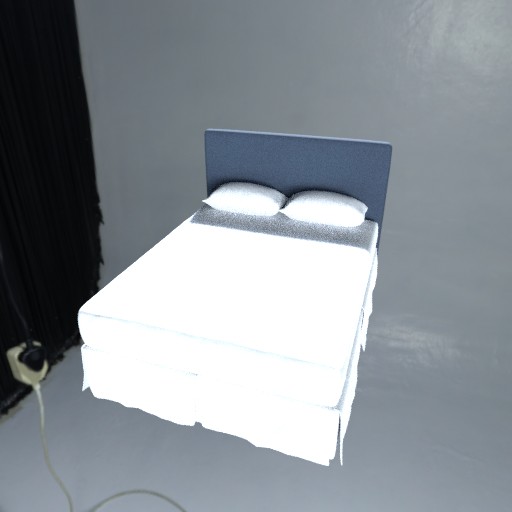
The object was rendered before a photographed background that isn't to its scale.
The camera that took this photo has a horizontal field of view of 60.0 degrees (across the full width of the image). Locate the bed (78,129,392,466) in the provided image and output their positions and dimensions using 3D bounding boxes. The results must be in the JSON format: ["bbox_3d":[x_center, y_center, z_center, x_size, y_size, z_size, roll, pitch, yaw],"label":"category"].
[{"bbox_3d":[0.000,0.000,3.245,1.713,1.330,2.162,9,29,17],"label":"bed"}]
